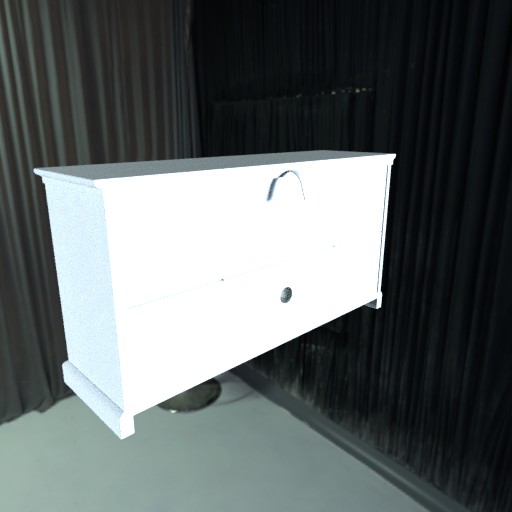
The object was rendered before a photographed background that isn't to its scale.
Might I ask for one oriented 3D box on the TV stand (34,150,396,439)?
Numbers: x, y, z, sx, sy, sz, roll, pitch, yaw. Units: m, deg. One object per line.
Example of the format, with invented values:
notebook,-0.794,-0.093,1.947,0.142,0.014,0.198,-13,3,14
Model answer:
TV stand,0.000,0.000,1.471,1.187,0.624,0.424,-15,22,-42
